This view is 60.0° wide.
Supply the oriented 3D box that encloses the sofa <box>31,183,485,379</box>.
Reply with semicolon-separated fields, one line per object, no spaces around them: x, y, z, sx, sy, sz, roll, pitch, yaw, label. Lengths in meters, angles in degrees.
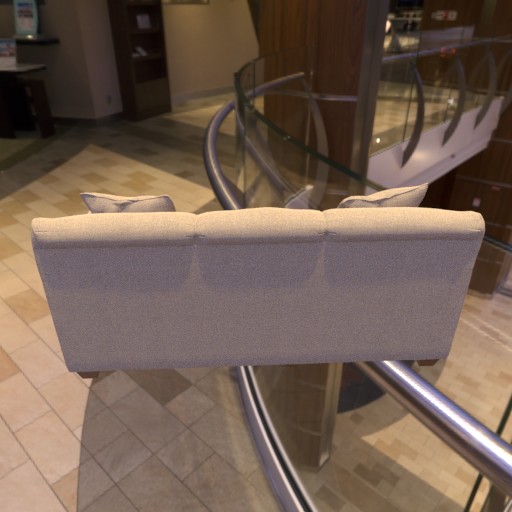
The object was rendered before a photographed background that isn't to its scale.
0.000;0.000;2.547;2.024;0.958;0.997;-1;30;-3;sofa
